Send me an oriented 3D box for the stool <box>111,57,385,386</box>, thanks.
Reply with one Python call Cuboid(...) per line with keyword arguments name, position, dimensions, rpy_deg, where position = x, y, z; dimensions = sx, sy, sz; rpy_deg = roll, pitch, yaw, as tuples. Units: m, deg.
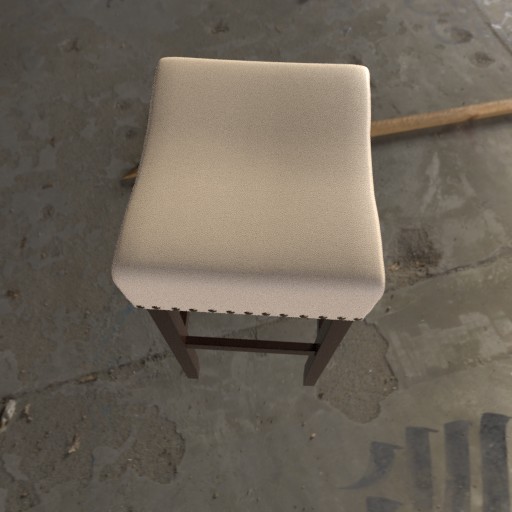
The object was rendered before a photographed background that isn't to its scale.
Cuboid(name="stool", position=(0.000, 0.000, 1.064), dimensions=(0.401, 0.762, 0.471), rpy_deg=(3, 64, 2))
